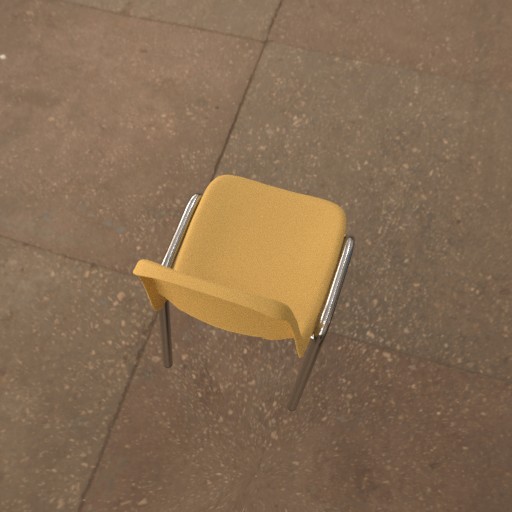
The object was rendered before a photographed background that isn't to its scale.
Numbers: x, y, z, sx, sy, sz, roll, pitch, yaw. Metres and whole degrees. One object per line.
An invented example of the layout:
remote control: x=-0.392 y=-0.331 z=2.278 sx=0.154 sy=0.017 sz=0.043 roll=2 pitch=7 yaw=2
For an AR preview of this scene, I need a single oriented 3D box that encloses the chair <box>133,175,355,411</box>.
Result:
chair: x=0.000 y=0.000 z=0.858 sx=0.354 sy=0.586 sz=0.423 roll=17 pitch=65 yaw=8
